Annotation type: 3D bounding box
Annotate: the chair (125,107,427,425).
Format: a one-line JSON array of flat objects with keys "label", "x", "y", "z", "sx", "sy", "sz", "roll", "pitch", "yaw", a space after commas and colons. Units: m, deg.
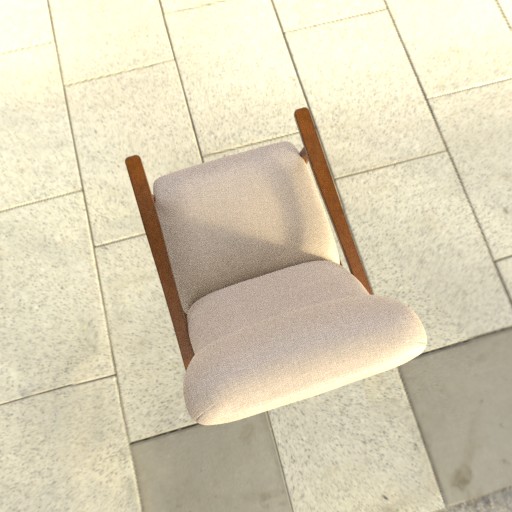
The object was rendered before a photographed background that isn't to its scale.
[{"label": "chair", "x": 0.000, "y": 0.000, "z": 1.730, "sx": 0.762, "sy": 1.082, "sz": 1.030, "roll": -17, "pitch": 76, "yaw": -4}]
